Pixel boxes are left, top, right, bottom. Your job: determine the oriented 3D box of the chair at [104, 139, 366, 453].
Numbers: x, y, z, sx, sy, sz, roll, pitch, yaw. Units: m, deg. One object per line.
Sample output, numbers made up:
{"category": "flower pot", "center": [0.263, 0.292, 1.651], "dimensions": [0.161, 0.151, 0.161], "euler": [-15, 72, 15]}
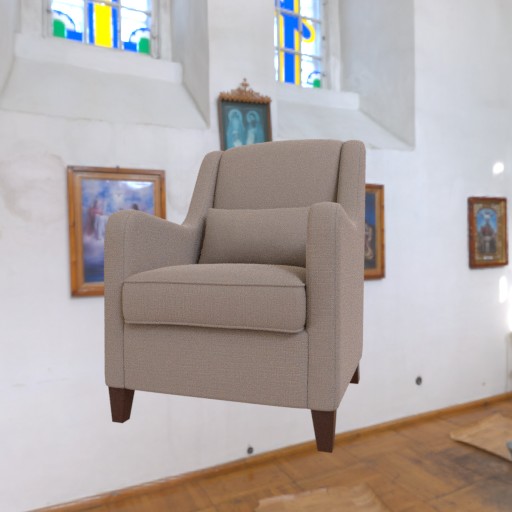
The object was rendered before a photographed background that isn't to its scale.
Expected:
{"category": "chair", "center": [0.000, 0.000, 1.620], "dimensions": [0.715, 1.017, 0.896], "euler": [0, 0, 18]}
